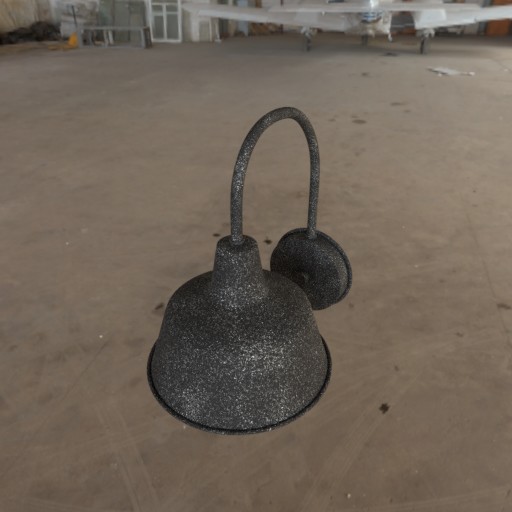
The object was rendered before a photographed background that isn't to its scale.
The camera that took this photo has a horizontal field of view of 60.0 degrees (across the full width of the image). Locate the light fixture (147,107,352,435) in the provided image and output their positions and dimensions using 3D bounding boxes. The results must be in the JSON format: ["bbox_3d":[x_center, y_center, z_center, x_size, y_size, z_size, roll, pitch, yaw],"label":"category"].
[{"bbox_3d":[0.000,0.000,0.486,0.216,0.300,0.283,19,36,29],"label":"light fixture"}]
